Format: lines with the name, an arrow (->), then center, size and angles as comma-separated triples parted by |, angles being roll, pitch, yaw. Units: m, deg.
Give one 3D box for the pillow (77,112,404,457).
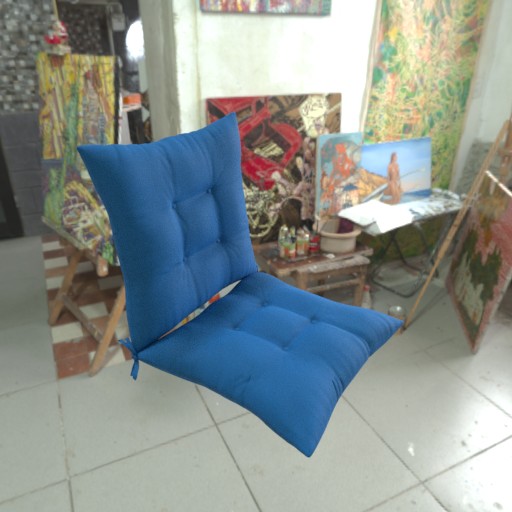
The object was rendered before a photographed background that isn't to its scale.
pillow -> 0.000, 0.000, 1.018 | 0.585, 0.536, 0.541 | 17, 31, 31
